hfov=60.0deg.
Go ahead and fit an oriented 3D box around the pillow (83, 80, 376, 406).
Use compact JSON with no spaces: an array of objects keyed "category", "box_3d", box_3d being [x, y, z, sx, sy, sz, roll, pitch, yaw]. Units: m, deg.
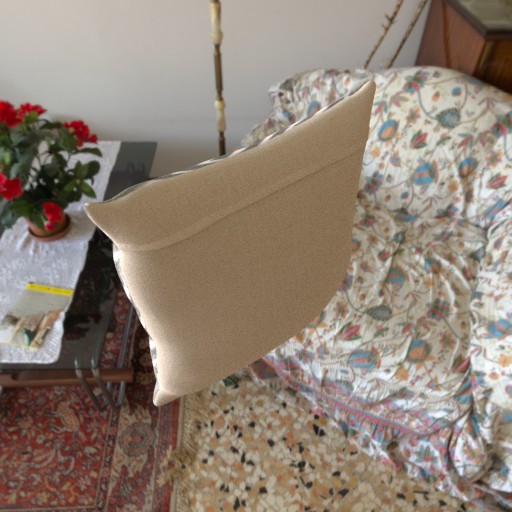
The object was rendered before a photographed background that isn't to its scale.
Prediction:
[{"category":"pillow","box_3d":[0.000,0.000,0.683,0.440,0.441,0.182,-30,53,-26]}]
